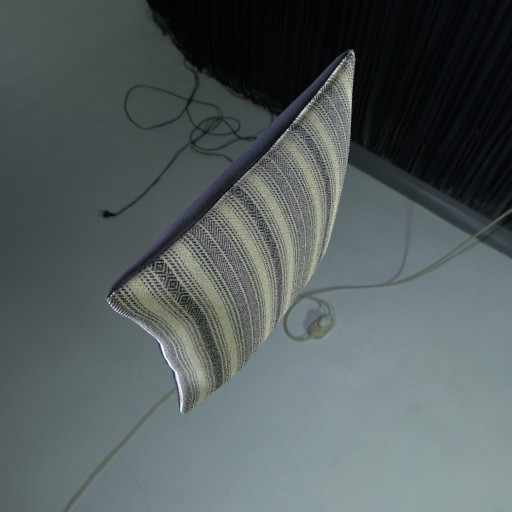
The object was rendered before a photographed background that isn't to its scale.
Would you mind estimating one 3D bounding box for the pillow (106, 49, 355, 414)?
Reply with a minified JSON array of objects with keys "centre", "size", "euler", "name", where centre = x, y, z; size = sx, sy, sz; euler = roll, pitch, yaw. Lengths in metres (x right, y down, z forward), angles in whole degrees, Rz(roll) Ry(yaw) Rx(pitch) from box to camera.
[{"centre":[0.000,0.000,0.777],"size":[0.166,0.508,0.520],"euler":[31,64,18],"name":"pillow"}]
